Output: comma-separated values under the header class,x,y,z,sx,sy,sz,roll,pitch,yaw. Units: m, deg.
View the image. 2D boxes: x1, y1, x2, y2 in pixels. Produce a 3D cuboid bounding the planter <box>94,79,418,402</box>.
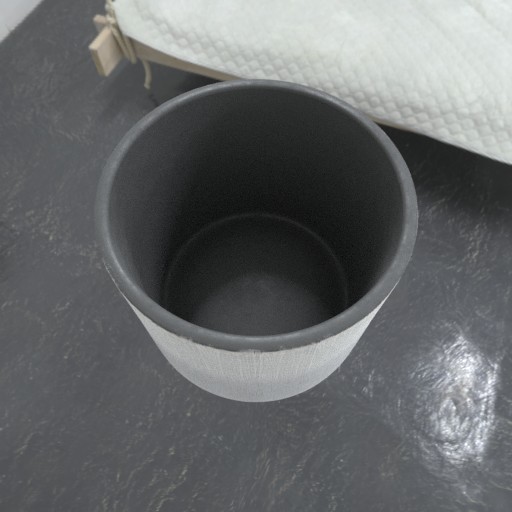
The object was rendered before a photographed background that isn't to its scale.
class,x,y,z,sx,sy,sz,roll,pitch,yaw
planter,0.000,0.000,0.441,0.254,0.221,0.254,0,63,0
